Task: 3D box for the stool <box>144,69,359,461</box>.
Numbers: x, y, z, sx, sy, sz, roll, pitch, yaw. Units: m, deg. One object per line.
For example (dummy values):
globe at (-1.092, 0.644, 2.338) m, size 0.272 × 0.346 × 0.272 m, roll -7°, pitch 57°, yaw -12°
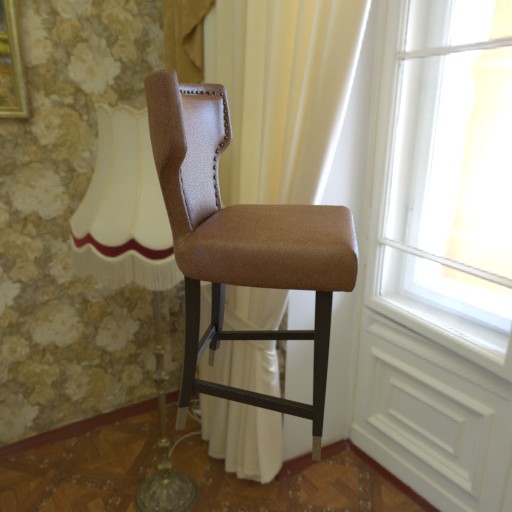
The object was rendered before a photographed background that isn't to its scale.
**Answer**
stool at (0.000, 0.000, 1.305) m, size 0.563 × 0.982 × 0.526 m, roll 3°, pitch 17°, yaw 10°
